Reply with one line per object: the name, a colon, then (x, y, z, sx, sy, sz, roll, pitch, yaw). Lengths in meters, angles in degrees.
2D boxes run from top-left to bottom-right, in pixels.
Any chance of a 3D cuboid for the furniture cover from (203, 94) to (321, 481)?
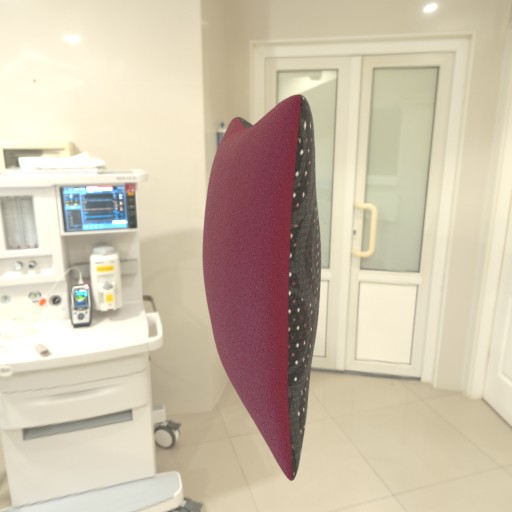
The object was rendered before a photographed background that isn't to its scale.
furniture cover: (0.000, 0.000, 0.810, 0.193, 0.509, 0.552, -3, 15, -10)
